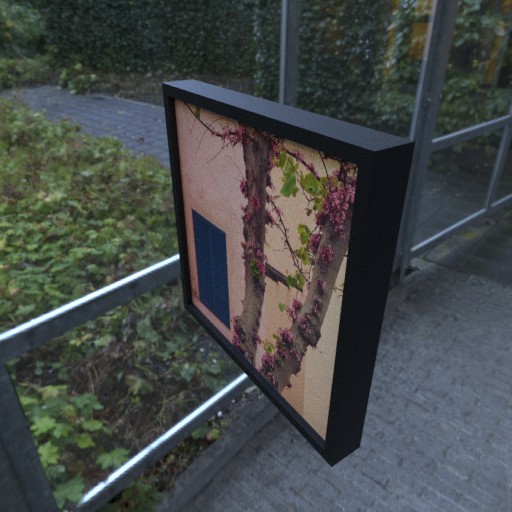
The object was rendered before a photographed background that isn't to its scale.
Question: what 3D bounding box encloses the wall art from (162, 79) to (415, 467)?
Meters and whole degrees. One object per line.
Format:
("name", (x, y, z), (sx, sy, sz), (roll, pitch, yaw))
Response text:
("wall art", (0.000, 0.000, 0.460), (0.038, 0.304, 0.305), (-19, 35, -30))
